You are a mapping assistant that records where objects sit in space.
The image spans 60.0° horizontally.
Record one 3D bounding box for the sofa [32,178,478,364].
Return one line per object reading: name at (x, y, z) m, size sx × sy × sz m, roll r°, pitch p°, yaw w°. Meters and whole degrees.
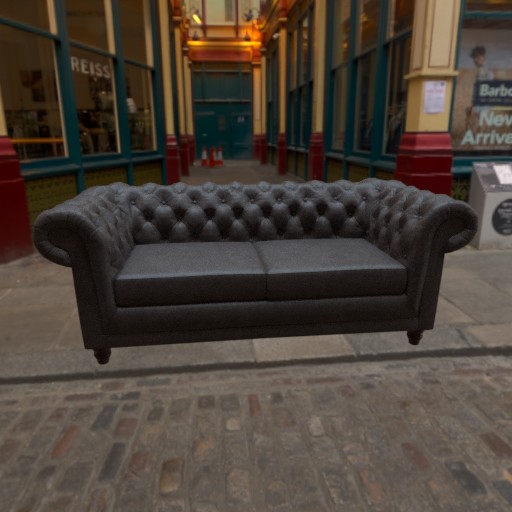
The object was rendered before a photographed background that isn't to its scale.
sofa at (0.000, 0.000, 2.497) m, size 2.048 × 0.779 × 0.944 m, roll -2°, pitch 16°, yaw -7°
